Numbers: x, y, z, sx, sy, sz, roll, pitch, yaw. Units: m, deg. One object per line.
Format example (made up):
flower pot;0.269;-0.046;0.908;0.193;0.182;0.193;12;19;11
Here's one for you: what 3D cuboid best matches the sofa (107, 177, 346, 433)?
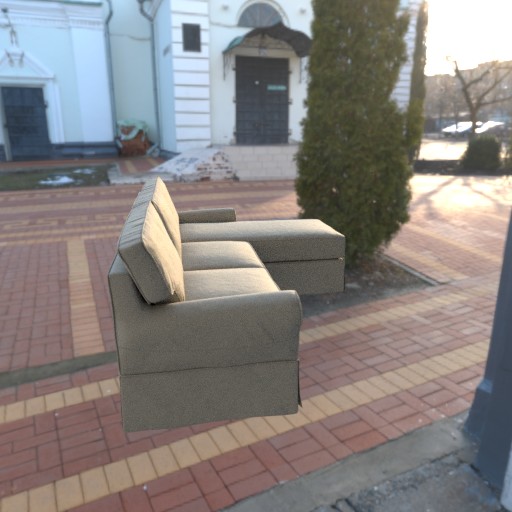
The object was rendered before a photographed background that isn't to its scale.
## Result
sofa;0.000;0.000;3.245;1.733;0.978;2.475;-3;17;-10
